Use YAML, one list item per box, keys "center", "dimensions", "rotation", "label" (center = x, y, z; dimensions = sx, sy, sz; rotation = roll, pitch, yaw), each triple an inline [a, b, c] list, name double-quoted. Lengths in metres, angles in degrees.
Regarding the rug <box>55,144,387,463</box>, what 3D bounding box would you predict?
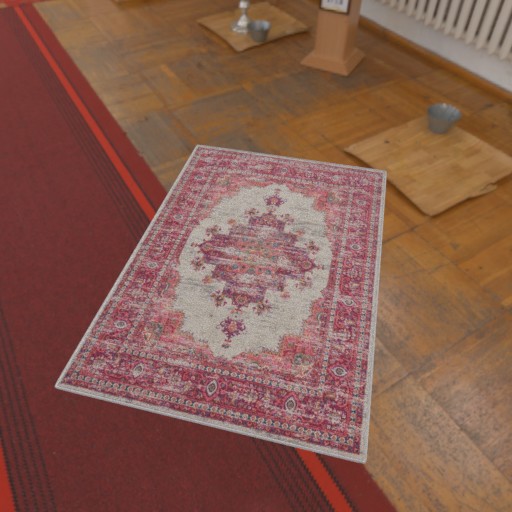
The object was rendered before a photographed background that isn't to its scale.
- center: [0.000, 0.000, 2.839]
  dimensions: [1.555, 0.011, 2.232]
  rotation: [10, 48, 9]
  label: "rug"
